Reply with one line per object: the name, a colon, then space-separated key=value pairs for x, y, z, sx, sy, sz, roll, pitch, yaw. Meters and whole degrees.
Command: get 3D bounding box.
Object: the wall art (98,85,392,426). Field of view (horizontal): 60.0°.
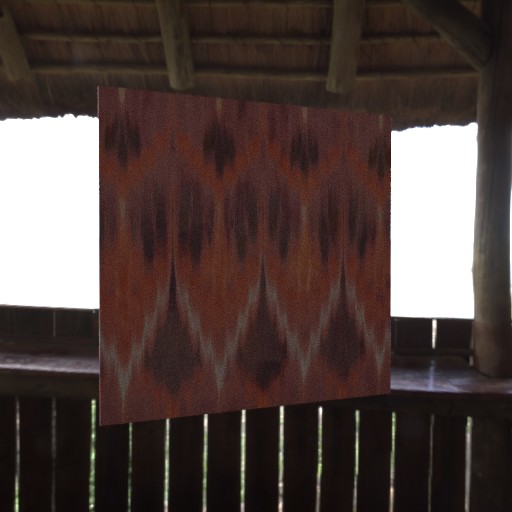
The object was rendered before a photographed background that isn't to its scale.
wall art: x=0.000 y=0.000 z=0.604 sx=0.403 sy=0.406 sz=0.038 roll=0 pitch=1 yaw=-17
